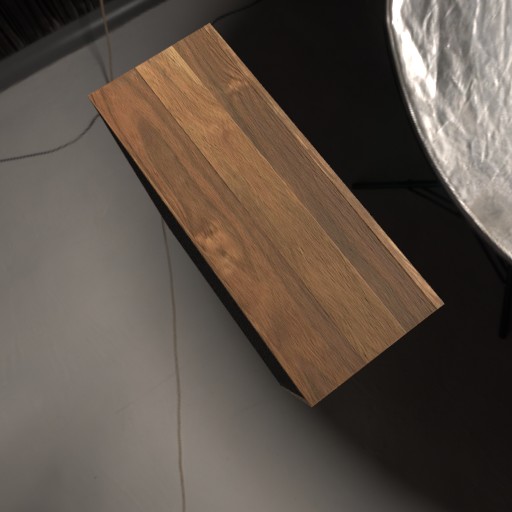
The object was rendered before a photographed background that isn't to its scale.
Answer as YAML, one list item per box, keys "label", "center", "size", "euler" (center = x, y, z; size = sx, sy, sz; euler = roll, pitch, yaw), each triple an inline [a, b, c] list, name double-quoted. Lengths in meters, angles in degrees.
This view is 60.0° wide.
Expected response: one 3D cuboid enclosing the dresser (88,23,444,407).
- label: "dresser"
  center: [0.000, 0.000, 1.886]
  size: [0.442, 1.393, 1.062]
  euler: [-35, 78, -8]
